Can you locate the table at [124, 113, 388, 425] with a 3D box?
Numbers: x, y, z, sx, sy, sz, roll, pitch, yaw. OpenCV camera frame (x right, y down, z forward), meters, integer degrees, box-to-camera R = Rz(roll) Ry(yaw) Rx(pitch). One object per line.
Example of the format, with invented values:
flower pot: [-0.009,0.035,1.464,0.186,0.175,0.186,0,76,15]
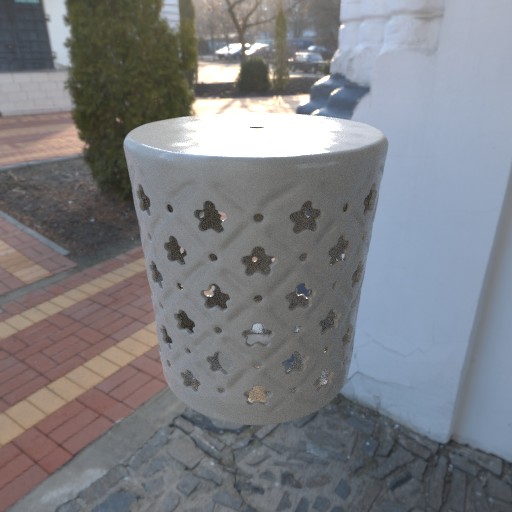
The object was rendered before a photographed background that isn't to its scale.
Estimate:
table: [0.000,0.000,0.685,0.352,0.387,0.352,0,25,0]
